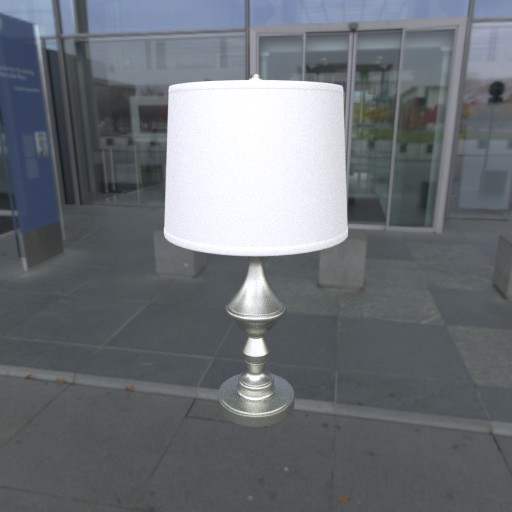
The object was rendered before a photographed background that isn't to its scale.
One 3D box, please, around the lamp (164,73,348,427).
[{"bbox_3d":[0.000,0.000,0.957,0.383,0.733,0.383,0,17,0],"label":"lamp"}]
